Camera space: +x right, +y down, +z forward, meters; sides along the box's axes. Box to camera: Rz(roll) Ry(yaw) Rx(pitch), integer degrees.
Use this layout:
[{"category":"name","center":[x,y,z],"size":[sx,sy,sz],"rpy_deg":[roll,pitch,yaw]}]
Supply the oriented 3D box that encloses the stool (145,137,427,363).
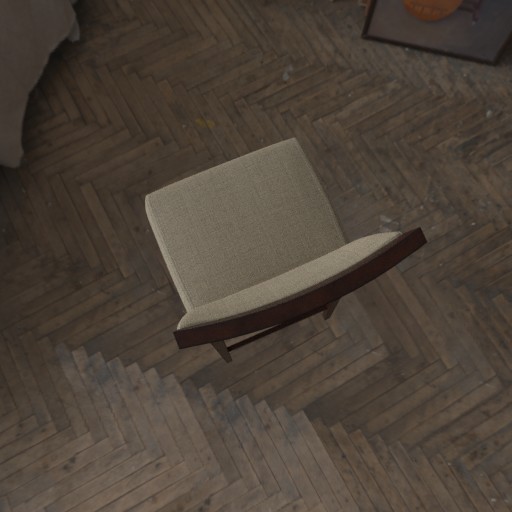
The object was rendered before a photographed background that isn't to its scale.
[{"category":"stool","center":[0.000,0.000,1.259],"size":[0.463,1.011,0.480],"rpy_deg":[-23,77,-6]}]
